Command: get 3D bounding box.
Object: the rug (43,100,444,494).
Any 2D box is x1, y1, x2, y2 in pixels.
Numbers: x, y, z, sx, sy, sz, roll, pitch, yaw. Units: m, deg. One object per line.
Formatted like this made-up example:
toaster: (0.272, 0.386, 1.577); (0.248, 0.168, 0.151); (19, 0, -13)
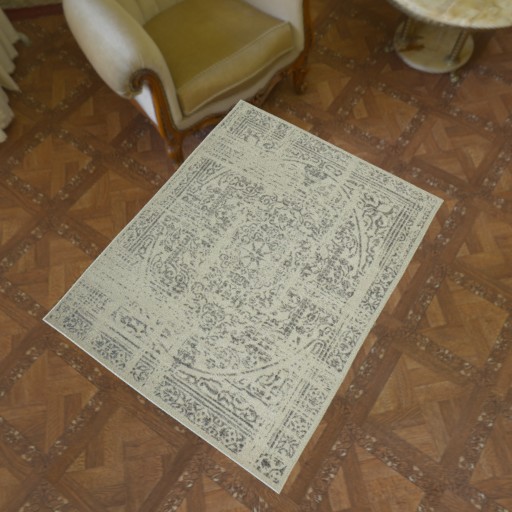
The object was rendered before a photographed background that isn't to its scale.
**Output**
rug: (0.000, 0.000, 3.893); (2.311, 0.032, 2.921); (31, 68, 14)
